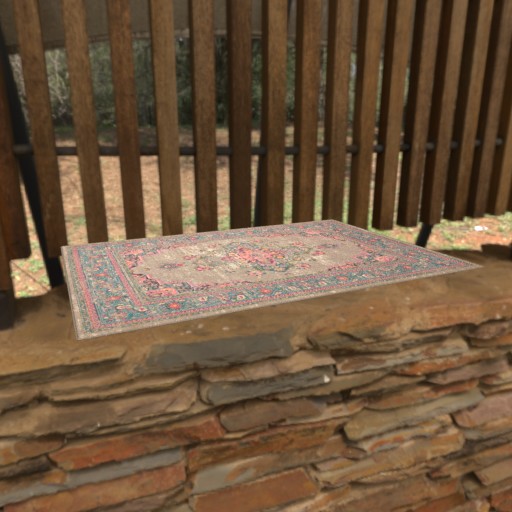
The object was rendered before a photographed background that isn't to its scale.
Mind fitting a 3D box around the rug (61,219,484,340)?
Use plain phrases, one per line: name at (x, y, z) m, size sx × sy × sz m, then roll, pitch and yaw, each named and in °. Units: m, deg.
rug at (0.000, 0.000, 3.647) m, size 2.890 × 0.013 × 2.005 m, roll -7°, pitch 18°, yaw -24°
